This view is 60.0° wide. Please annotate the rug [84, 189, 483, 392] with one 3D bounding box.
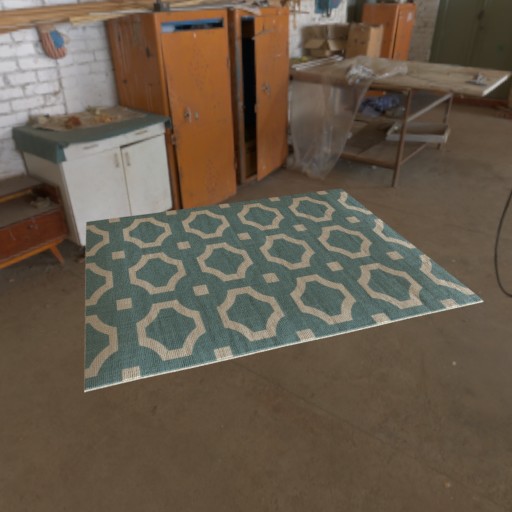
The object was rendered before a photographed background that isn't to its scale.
[{"bbox_3d":[0.000,0.000,4.164,3.049,0.021,2.466,-9,32,-15],"label":"rug"}]
